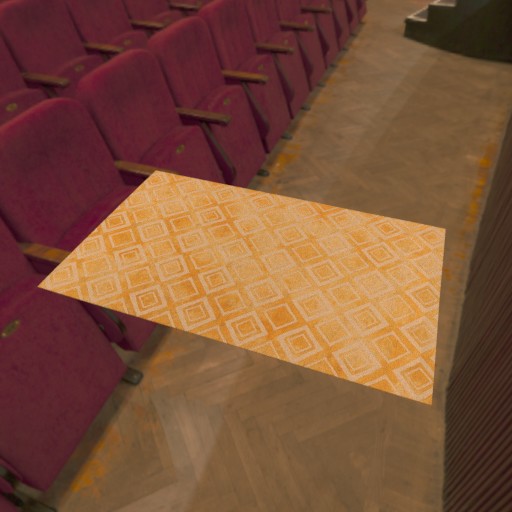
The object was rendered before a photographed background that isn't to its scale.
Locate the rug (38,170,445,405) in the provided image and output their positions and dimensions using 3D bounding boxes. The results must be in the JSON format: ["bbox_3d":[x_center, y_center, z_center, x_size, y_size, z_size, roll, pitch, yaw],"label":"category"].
[{"bbox_3d":[0.000,0.000,3.050,2.424,0.010,1.511,14,44,15],"label":"rug"}]
